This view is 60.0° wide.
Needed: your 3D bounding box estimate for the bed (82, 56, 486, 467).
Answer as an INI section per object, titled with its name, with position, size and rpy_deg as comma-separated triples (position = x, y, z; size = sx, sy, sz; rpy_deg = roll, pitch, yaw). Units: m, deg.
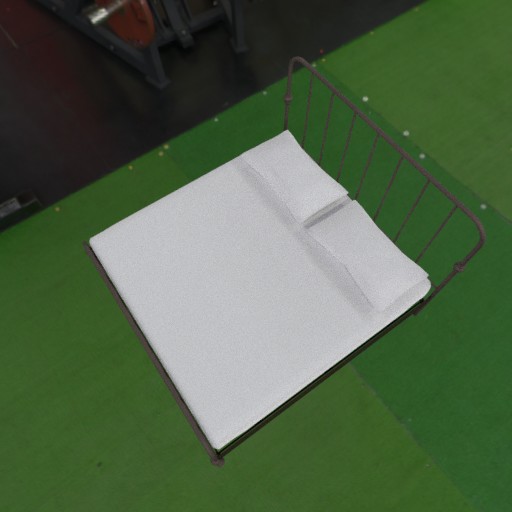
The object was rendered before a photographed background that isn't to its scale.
[bed]
position = 0.000, 0.000, 3.378
size = 2.134, 1.446, 2.044
rpy_deg = -32, 67, -15
